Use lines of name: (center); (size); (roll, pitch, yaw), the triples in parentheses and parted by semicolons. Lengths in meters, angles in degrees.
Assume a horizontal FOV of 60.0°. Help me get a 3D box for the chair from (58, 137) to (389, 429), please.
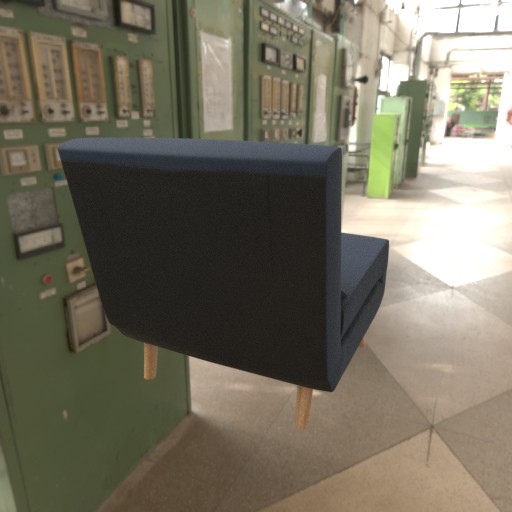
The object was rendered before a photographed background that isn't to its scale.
chair: (0.000, 0.000, 1.510); (0.770, 0.808, 0.900); (9, 20, 25)
